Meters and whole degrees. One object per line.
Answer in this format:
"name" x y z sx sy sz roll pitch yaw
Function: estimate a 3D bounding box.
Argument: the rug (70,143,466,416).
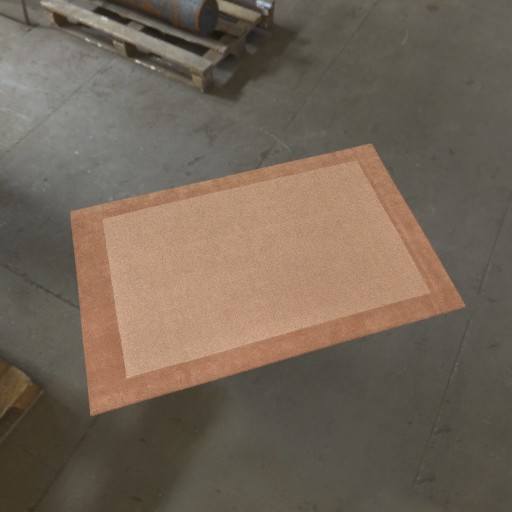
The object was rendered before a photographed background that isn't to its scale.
"rug" 0.000 0.000 3.106 2.438 0.014 1.524 -14 60 -8
